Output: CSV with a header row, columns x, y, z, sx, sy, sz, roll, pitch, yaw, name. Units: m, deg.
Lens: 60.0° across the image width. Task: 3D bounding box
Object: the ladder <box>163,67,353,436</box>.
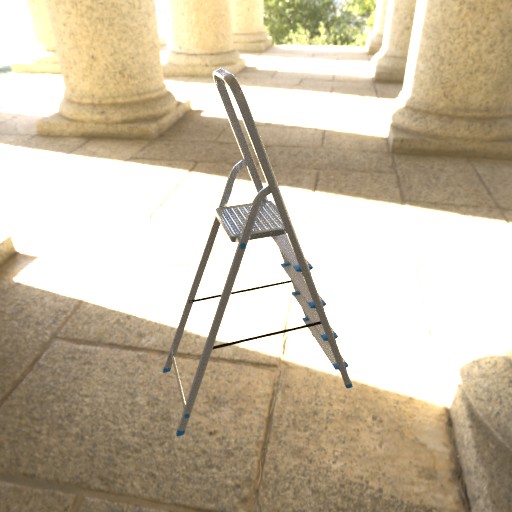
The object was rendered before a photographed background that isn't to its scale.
x,y,z,sx,sy,sz,roll,pitch,yaw,name
0.000,0.000,2.091,0.990,1.648,0.468,-10,33,-16,ladder
